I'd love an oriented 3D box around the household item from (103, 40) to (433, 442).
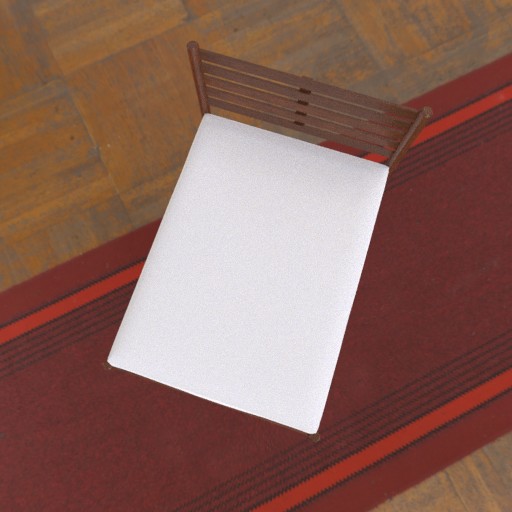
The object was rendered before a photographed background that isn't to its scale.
[{"bbox_3d":[0.000,0.000,3.270,1.663,1.356,2.232,18,77,4],"label":"household item"}]
